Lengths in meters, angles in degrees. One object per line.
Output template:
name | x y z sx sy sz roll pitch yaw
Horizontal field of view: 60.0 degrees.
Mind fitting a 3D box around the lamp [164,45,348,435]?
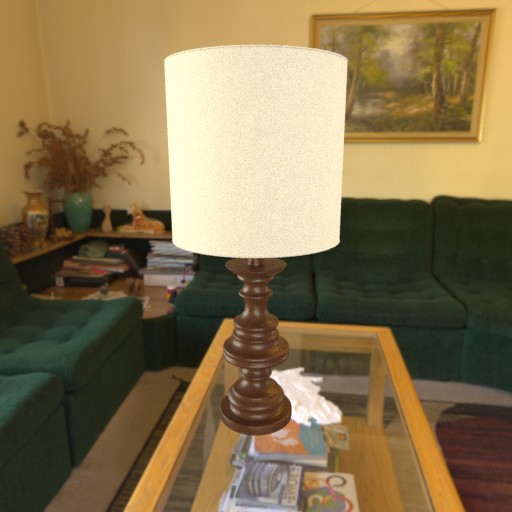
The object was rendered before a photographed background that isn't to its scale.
lamp | 0.000 0.000 0.567 0.208 0.455 0.208 -2 14 -10
